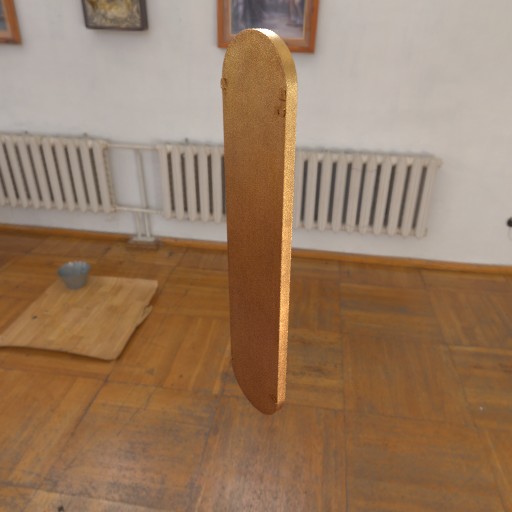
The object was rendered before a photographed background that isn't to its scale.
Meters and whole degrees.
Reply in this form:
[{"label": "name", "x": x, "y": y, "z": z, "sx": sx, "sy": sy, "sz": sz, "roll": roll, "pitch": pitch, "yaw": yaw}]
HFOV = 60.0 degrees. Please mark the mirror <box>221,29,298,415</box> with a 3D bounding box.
[{"label": "mirror", "x": 0.000, "y": 0.000, "z": 1.086, "sx": 0.032, "sy": 0.991, "sz": 0.222, "roll": -19, "pitch": 33, "yaw": -32}]
